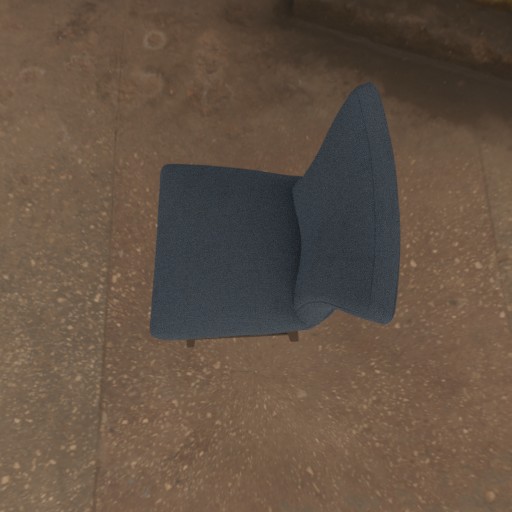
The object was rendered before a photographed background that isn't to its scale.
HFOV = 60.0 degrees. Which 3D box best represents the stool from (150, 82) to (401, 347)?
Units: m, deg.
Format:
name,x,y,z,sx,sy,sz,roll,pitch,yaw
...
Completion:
name,x,y,z,sx,sy,sz,roll,pitch,yaw
stool,0.000,0.000,1.339,0.574,1.000,0.514,0,75,0
